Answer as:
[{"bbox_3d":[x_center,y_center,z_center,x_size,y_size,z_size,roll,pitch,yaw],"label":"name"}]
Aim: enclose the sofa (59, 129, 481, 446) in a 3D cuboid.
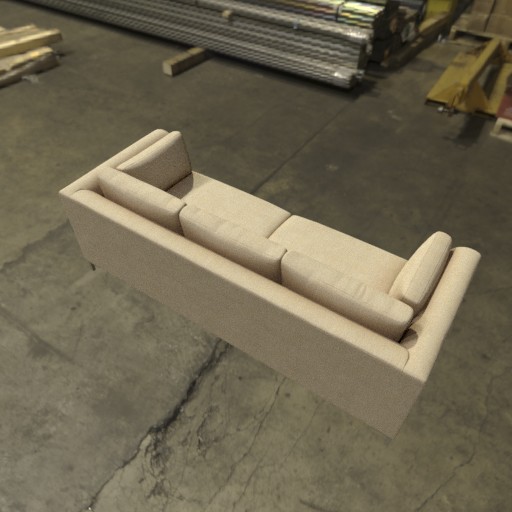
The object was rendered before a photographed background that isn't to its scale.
[{"bbox_3d":[0.000,0.000,2.882,2.415,0.867,0.969,26,51,23],"label":"sofa"}]
